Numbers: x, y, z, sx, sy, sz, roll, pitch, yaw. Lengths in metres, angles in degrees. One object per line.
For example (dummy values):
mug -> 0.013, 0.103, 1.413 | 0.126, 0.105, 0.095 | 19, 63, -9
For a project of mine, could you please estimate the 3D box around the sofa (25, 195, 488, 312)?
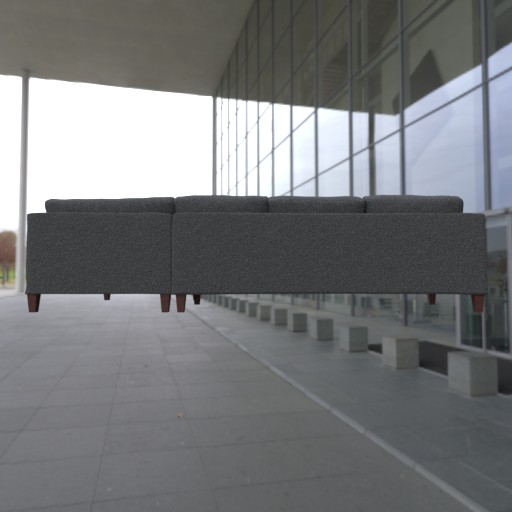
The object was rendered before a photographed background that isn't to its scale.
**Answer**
sofa -> 0.000, 0.000, 3.845 | 3.186, 0.846, 1.625 | 0, -3, 0
